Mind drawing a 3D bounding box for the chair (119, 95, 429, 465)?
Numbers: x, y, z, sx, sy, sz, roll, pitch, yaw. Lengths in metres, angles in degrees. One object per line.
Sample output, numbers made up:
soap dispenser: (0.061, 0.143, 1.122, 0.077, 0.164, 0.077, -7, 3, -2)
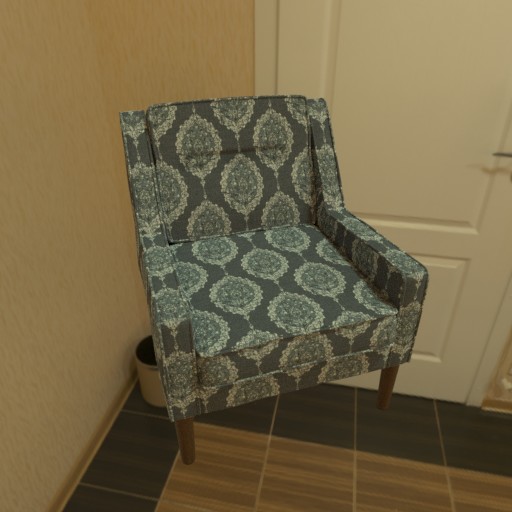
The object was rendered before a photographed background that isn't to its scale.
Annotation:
chair: (0.000, 0.000, 1.295, 0.663, 0.792, 0.743, -9, 32, -15)
